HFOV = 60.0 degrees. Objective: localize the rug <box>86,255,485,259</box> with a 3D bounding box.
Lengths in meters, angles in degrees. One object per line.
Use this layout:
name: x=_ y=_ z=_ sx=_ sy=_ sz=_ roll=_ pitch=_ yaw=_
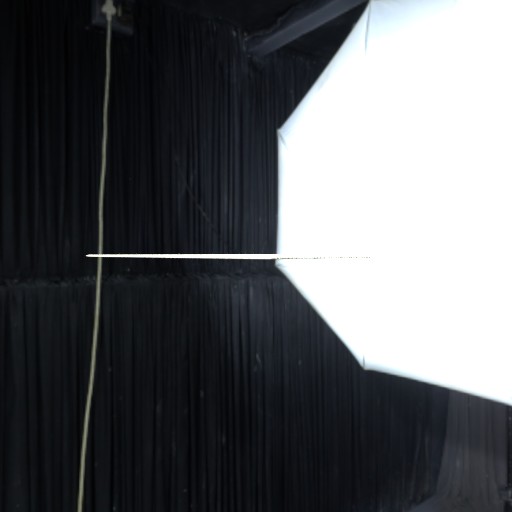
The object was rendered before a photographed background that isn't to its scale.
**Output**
rug: x=0.000 y=0.000 z=2.902 sx=1.514 sy=0.011 sz=2.233 roll=0 pitch=0 yaw=-37
